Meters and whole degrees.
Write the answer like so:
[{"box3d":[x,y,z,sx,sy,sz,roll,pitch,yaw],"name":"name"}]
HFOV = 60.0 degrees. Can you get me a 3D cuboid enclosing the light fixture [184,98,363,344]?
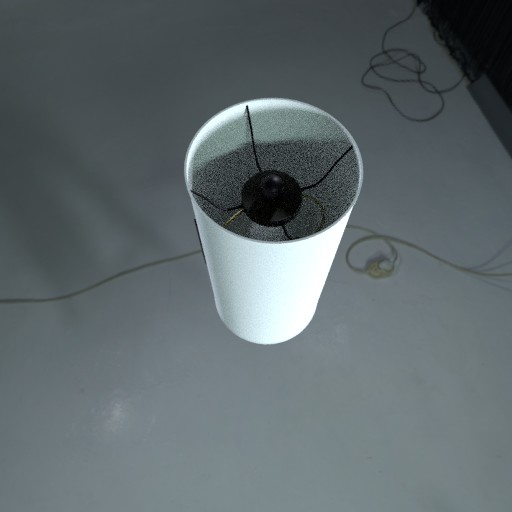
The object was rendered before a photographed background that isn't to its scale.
[{"box3d":[0.000,0.000,0.542,0.128,0.462,0.208,-17,66,-8],"name":"light fixture"}]
